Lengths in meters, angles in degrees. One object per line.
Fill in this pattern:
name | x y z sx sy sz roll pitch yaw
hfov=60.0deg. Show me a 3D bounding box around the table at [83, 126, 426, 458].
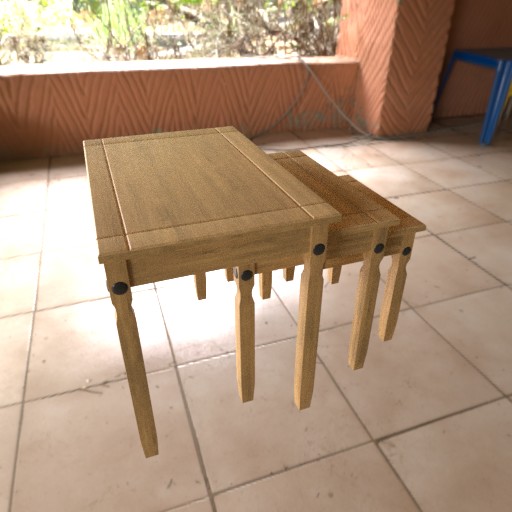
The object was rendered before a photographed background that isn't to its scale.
table | 0.000 0.000 1.209 0.773 0.535 0.660 -11 33 -17
